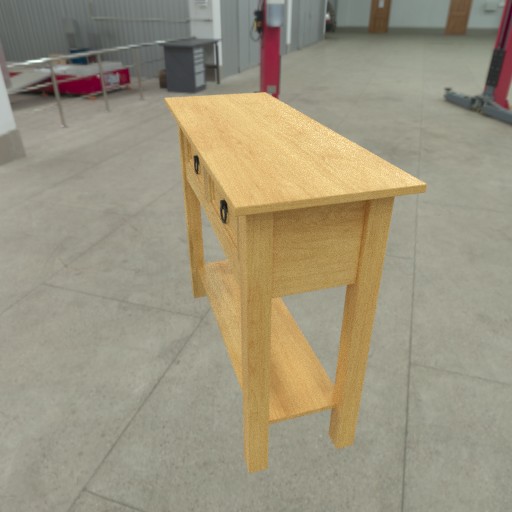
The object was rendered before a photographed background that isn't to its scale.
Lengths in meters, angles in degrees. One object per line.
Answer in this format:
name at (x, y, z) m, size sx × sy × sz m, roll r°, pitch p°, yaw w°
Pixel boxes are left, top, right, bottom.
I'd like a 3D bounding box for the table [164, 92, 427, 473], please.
table at (0.000, 0.000, 1.269) m, size 0.340 × 0.728 × 0.900 m, roll -9°, pitch 31°, yaw -15°
